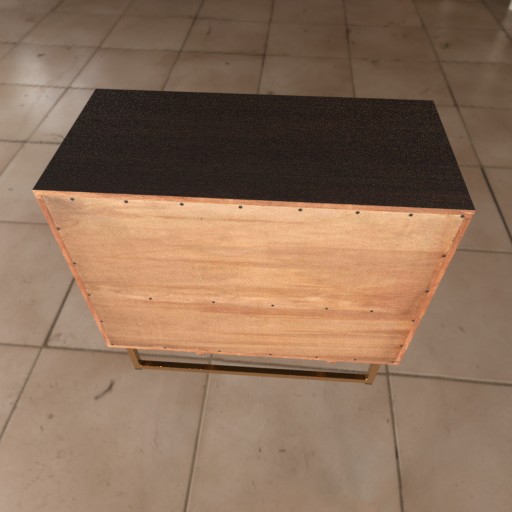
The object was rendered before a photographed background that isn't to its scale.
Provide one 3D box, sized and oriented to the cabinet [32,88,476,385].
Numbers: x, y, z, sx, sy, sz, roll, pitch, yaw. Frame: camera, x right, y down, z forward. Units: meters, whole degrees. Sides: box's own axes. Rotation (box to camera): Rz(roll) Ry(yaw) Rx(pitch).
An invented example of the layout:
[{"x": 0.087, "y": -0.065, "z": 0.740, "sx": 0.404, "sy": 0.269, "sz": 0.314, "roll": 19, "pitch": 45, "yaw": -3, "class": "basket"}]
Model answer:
[{"x": 0.000, "y": 0.000, "z": 1.416, "sx": 0.950, "sy": 0.860, "sz": 0.451, "roll": 3, "pitch": 48, "yaw": 3, "class": "cabinet"}]
